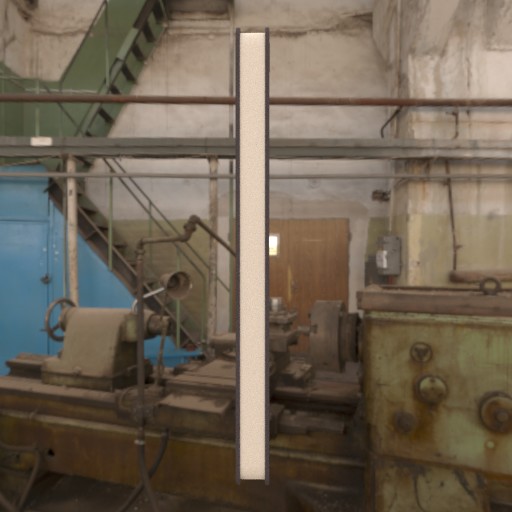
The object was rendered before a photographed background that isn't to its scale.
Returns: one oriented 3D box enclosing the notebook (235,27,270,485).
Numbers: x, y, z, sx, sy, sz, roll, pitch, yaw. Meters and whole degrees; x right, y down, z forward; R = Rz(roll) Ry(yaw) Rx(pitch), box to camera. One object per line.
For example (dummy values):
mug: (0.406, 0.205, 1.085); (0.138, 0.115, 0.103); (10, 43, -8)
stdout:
notebook: (0.000, 0.000, 0.262); (0.016, 0.213, 0.127); (0, 1, 1)
